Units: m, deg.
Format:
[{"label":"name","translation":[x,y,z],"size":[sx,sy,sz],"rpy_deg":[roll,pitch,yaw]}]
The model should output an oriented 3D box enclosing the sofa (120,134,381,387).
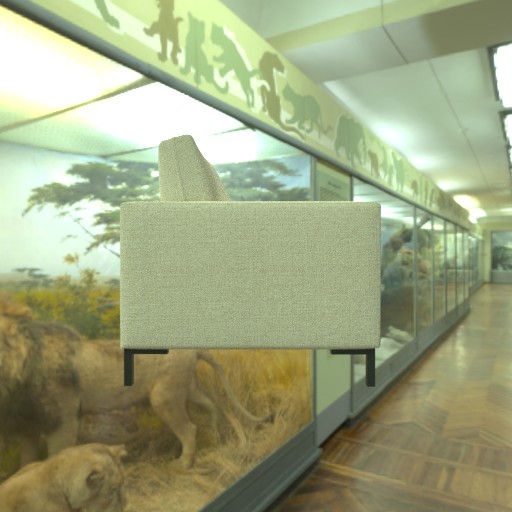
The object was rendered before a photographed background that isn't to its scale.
[{"label":"sofa","translation":[0.000,0.000,2.172],"size":[0.839,0.812,1.651],"rpy_deg":[0,0,0]}]
